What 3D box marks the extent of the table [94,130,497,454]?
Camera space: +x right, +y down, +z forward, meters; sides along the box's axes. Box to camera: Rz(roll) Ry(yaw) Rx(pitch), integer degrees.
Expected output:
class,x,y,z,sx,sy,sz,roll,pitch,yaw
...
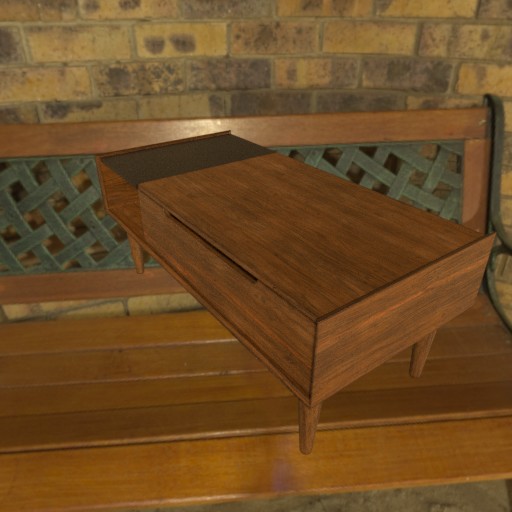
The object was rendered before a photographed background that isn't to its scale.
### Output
class,x,y,z,sx,sy,sz,roll,pitch,yaw
table,0.000,0.000,1.515,0.610,0.508,1.221,-20,36,-30
